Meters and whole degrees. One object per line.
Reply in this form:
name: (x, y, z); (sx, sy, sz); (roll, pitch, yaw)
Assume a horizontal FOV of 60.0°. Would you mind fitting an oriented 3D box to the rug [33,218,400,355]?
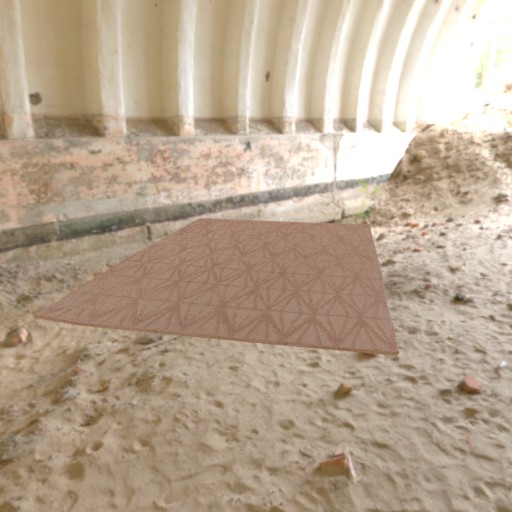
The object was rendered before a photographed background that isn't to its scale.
rug: (0.000, 0.000, 2.274); (1.230, 0.025, 1.837); (3, 16, 11)
